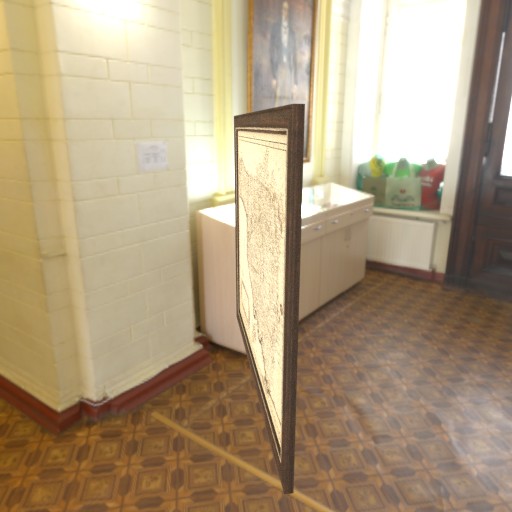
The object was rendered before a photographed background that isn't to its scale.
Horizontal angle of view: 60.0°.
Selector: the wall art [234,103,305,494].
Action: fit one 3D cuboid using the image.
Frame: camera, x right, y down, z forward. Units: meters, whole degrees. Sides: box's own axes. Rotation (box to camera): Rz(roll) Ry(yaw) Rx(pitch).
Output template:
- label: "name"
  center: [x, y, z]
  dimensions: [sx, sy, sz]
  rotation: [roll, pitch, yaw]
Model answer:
- label: "wall art"
  center: [0.000, 0.000, 1.417]
  dimensions: [0.023, 0.875, 1.033]
  rotation: [-2, 17, -8]
